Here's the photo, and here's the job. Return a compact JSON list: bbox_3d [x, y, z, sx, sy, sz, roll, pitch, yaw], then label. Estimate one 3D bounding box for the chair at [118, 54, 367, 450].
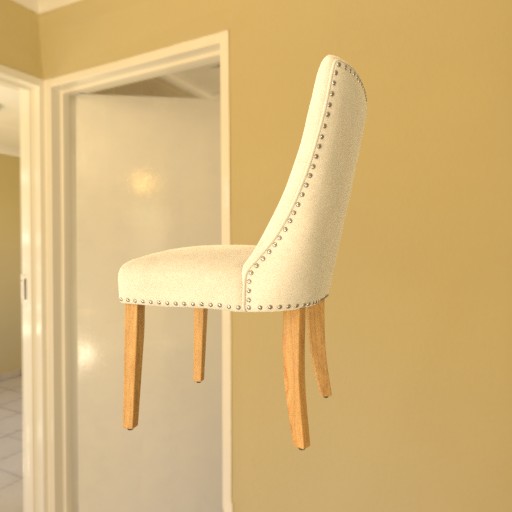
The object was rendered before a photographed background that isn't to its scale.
[{"bbox_3d":[0.000,0.000,1.268,0.610,0.902,0.495,0,1,17],"label":"chair"}]
